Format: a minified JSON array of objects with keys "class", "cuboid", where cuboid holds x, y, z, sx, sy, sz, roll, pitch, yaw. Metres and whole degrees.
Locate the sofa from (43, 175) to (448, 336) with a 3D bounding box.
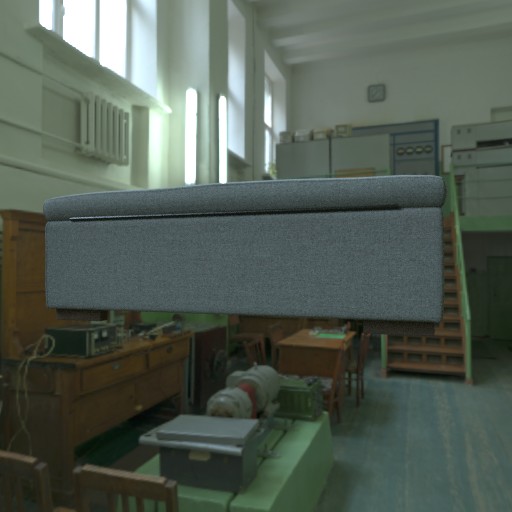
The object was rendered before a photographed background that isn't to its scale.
[{"class":"sofa","cuboid":[0.000,0.000,1.657,1.250,0.434,0.817,0,-1,18]}]
